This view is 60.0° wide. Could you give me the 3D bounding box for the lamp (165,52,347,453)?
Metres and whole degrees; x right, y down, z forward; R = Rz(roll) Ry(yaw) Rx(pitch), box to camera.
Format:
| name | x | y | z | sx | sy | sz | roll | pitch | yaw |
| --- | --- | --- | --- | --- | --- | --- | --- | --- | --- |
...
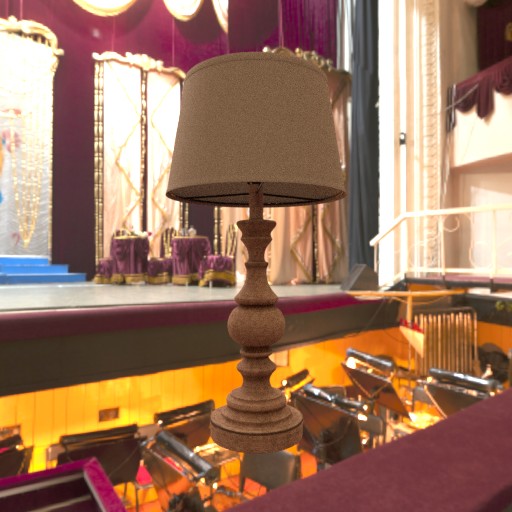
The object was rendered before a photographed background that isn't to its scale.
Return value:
| name | x | y | z | sx | sy | sz | roll | pitch | yaw |
| --- | --- | --- | --- | --- | --- | --- | --- | --- | --- |
| lamp | 0.000 | 0.000 | 0.847 | 0.340 | 0.678 | 0.340 | 0 | -1 | 0 |
